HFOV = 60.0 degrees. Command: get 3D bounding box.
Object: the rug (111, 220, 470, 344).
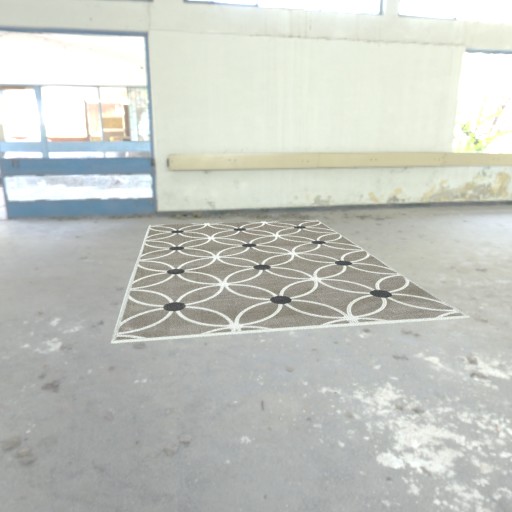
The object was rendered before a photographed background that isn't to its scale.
[{"bbox_3d":[0.000,0.000,2.899,1.522,0.008,2.284,-3,16,-9],"label":"rug"}]
